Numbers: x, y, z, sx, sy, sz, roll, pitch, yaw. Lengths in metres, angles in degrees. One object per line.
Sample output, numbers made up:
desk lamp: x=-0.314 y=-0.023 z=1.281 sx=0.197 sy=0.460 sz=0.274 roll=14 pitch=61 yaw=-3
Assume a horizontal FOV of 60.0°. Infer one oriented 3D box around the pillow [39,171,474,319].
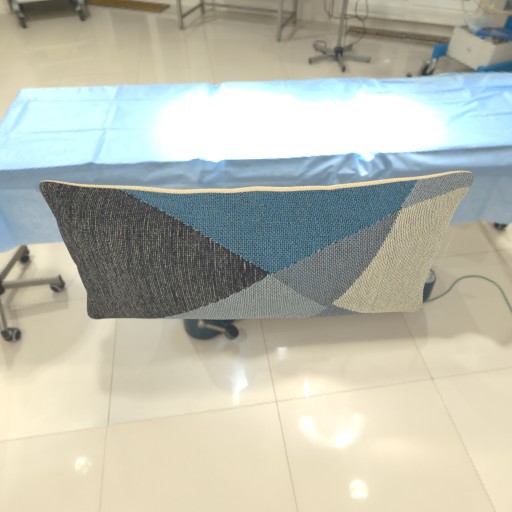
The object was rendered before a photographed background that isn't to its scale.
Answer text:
pillow: x=0.000 y=0.000 z=0.704 sx=0.604 sy=0.307 sz=0.148 roll=-1 pitch=45 yaw=-1
